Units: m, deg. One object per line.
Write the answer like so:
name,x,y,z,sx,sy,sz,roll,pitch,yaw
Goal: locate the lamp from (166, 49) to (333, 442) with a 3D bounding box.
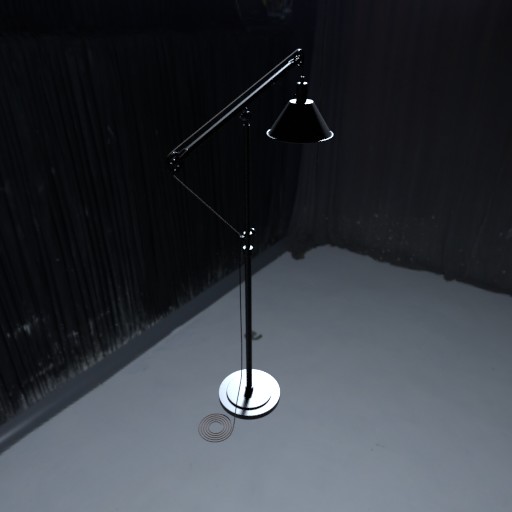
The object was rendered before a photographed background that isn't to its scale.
lamp,0.000,0.000,1.954,0.319,1.626,0.904,21,36,33
